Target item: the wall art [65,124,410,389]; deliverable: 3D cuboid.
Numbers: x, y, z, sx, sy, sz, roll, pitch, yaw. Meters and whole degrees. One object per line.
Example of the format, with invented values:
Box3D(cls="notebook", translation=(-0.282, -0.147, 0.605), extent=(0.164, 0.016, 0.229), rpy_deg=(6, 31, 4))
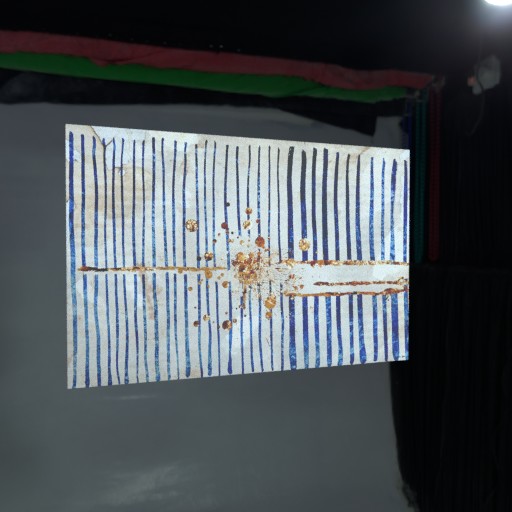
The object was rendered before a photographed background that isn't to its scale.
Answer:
Box3D(cls="wall art", translation=(0.000, 0.000, 1.166), extent=(0.919, 0.609, 0.030), rpy_deg=(0, 1, -17))
